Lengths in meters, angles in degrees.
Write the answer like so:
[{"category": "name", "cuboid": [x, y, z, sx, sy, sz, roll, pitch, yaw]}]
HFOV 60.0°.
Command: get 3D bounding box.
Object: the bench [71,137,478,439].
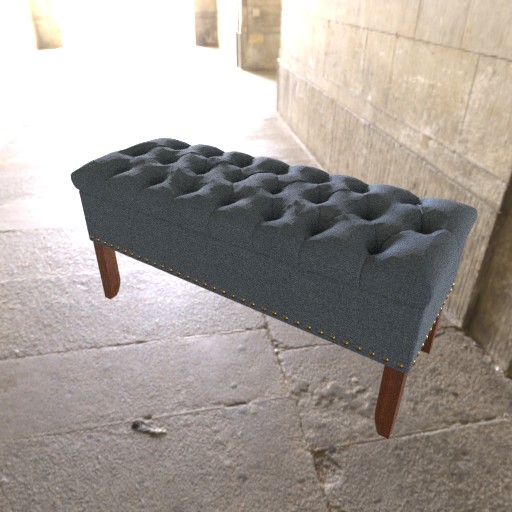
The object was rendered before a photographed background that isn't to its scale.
[{"category": "bench", "cuboid": [0.000, 0.000, 1.303, 1.052, 0.492, 0.417, 19, 37, 28]}]
